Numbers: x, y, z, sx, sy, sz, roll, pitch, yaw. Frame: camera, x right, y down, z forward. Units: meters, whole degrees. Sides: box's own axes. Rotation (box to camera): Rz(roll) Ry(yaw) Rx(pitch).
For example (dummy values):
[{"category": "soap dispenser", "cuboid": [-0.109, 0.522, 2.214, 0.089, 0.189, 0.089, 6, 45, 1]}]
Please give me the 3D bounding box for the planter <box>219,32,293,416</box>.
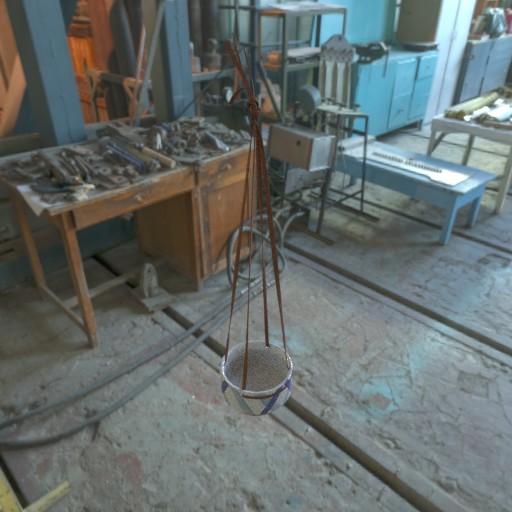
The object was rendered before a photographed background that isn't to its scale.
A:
[{"category": "planter", "cuboid": [0.000, 0.000, 0.838, 0.166, 0.751, 0.166, 0, 32, 0]}]
